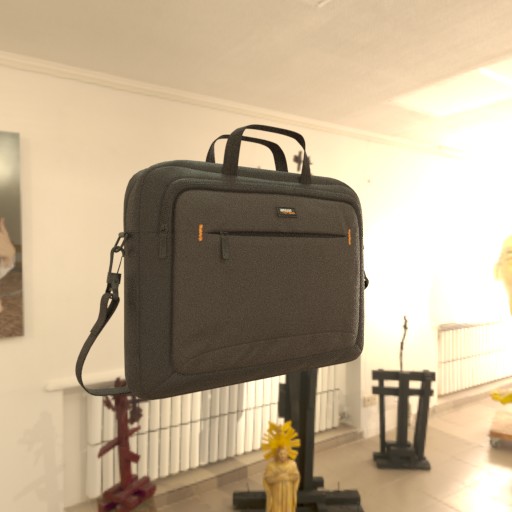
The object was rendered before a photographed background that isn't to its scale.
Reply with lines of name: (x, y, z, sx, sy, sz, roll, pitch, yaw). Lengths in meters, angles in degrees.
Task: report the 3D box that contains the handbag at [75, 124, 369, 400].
handbag: (0.000, 0.000, 0.433, 0.320, 0.244, 0.089, 0, 1, -34)
